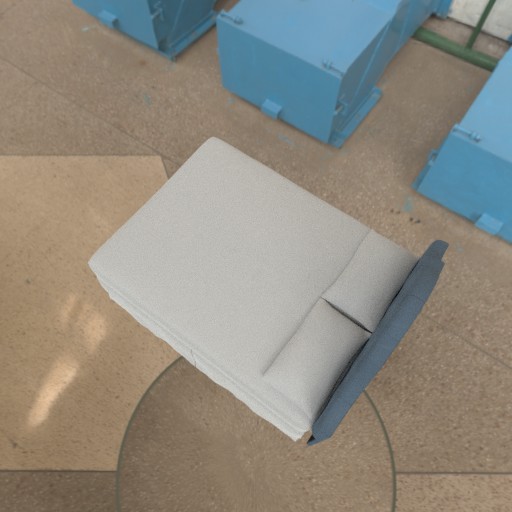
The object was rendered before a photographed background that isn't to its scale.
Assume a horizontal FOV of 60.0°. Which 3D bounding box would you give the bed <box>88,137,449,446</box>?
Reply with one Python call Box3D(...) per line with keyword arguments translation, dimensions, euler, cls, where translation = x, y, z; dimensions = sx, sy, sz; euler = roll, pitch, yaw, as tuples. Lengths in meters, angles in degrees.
Box3D(translation=(0.000, 0.000, 3.246), dimensions=(2.155, 1.575, 1.636), euler=(34, 69, 15), cls="bed")
